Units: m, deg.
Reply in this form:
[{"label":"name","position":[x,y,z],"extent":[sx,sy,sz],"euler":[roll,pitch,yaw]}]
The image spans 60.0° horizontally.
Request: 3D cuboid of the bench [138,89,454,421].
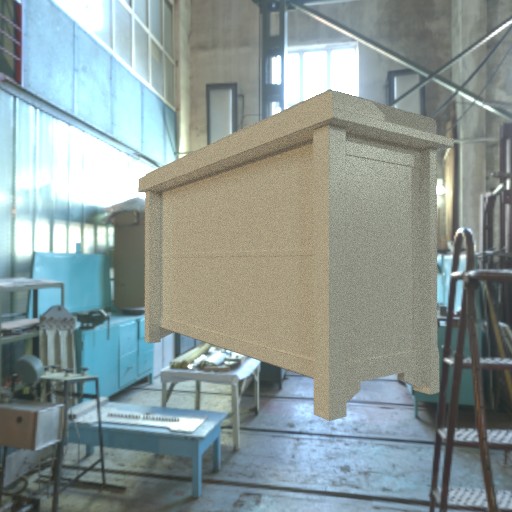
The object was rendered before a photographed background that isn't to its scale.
[{"label":"bench","position":[0.000,0.000,1.250],"extent":[0.346,0.589,0.987],"euler":[0,-1,-34]}]
